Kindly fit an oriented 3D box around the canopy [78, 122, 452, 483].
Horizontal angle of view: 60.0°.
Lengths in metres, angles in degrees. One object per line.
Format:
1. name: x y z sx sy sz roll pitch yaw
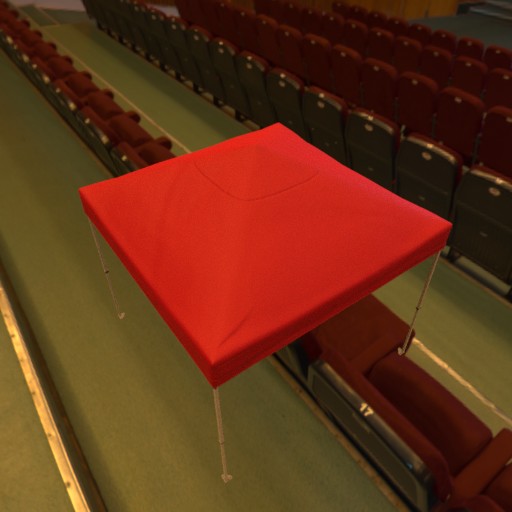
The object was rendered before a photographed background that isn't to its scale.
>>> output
1. canopy: 0.000 0.000 5.409 2.998 2.997 2.996 -26 48 -26
